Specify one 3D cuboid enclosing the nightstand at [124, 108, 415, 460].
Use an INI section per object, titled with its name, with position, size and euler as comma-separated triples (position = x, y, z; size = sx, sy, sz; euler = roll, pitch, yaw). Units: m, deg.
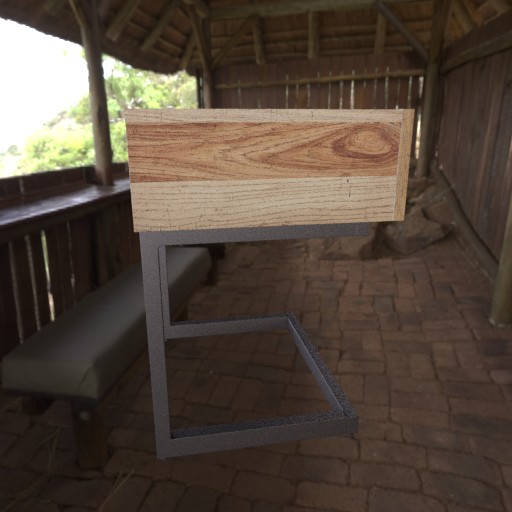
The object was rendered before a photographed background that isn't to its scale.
[nightstand]
position = 0.000, 0.000, 1.017
size = 0.481, 0.632, 0.558
euler = -3, 18, -10
